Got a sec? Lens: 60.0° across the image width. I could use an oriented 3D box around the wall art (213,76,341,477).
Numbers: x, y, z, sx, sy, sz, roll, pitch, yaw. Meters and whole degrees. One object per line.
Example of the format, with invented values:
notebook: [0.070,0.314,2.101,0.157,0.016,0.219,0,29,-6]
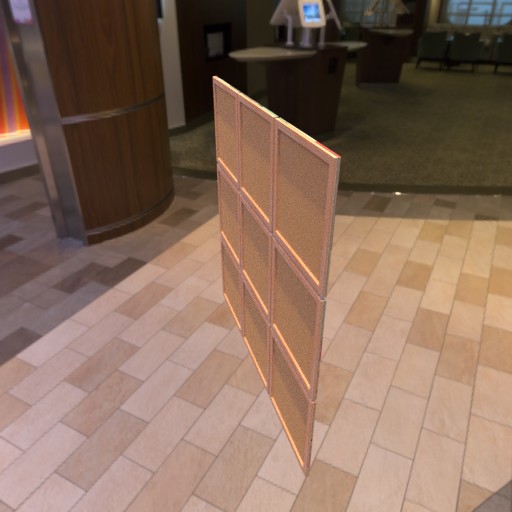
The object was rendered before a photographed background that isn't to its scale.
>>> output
wall art: [0.000,0.000,1.370,0.012,0.910,0.911,-9,32,-15]
